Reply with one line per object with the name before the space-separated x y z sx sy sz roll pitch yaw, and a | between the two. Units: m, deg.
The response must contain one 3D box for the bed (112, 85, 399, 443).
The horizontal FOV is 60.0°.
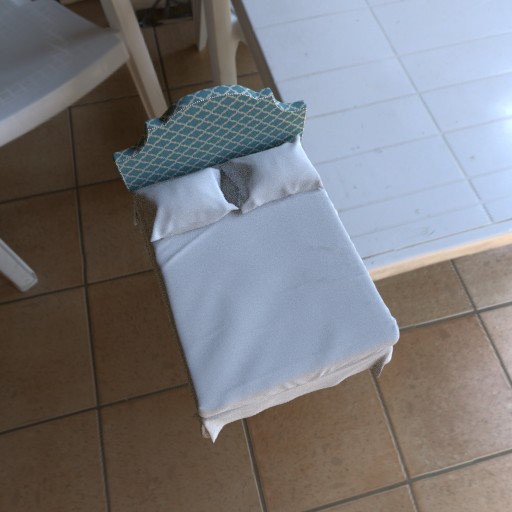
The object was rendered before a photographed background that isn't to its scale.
bed | 0.000 0.000 3.448 1.780 1.633 2.222 -18 66 -9
